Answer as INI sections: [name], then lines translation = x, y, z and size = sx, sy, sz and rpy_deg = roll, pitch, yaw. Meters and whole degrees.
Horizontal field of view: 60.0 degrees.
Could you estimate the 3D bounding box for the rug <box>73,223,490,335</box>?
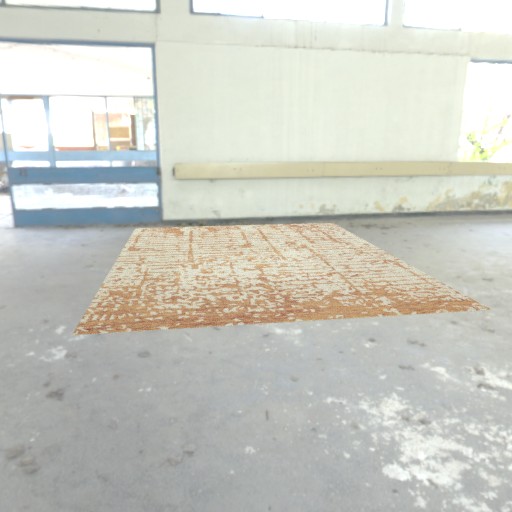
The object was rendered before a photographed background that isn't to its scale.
[rug]
translation = 0.000, 0.000, 3.990
size = 2.441, 0.011, 3.050
rpy_deg = -2, 14, -8
